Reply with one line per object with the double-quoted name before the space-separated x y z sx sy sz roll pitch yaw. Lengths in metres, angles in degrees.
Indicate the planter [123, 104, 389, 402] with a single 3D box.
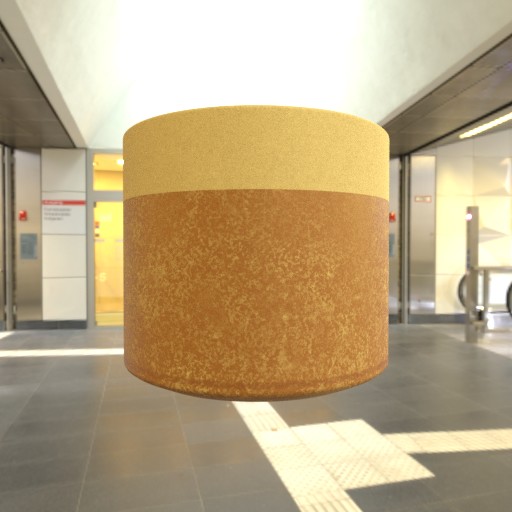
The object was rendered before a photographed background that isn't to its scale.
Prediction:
"planter" 0.000 0.000 0.276 0.159 0.138 0.159 0 1 0
